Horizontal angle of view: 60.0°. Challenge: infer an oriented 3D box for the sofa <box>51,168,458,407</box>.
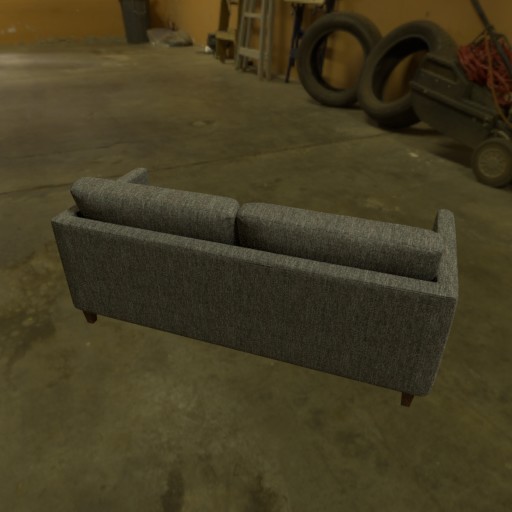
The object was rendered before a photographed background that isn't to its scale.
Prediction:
[{"bbox_3d":[0.000,0.000,2.731,2.208,0.960,0.948,11,33,17],"label":"sofa"}]
